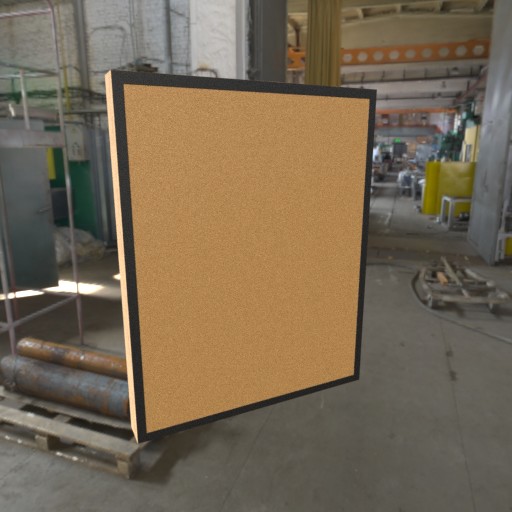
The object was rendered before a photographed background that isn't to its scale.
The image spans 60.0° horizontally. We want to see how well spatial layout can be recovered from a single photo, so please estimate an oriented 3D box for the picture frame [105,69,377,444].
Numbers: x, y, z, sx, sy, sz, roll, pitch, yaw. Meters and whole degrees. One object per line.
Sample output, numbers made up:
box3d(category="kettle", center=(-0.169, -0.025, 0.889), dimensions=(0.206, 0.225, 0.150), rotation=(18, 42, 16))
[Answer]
box3d(category="picture frame", center=(0.000, 0.000, 0.717), dimensions=(0.421, 0.526, 0.046), rotation=(-7, 15, -26))
